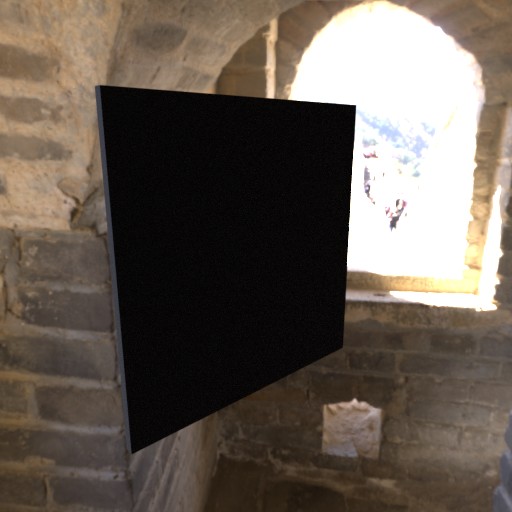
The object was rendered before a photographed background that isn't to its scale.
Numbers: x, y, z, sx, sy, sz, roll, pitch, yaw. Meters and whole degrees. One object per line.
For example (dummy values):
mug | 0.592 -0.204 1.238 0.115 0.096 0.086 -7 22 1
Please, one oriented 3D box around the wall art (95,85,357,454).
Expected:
wall art | 0.000 0.000 0.679 0.456 0.458 0.013 -13 20 -41
